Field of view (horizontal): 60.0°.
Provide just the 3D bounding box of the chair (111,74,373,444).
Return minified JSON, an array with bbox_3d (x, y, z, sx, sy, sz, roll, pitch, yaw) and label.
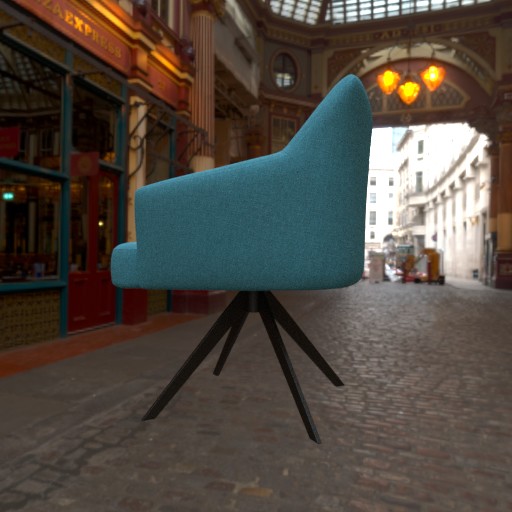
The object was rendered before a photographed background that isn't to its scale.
[{"bbox_3d":[0.000,0.000,1.337,0.677,0.874,0.642,0,0,18],"label":"chair"}]
